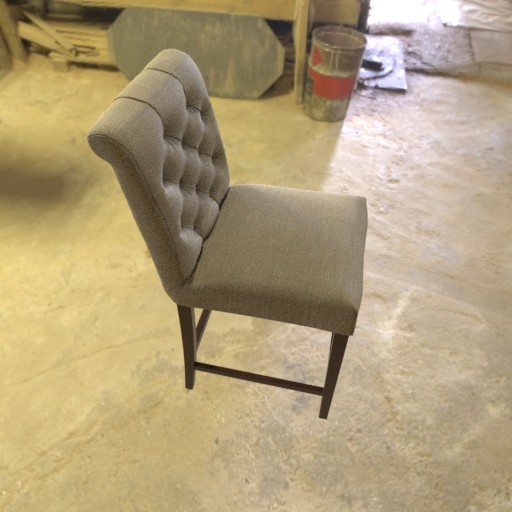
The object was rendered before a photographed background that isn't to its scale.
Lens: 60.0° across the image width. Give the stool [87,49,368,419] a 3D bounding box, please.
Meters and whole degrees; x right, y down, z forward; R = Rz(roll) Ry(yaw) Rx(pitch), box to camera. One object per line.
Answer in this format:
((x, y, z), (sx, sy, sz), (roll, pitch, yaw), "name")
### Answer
((0.000, 0.000, 1.410), (0.660, 1.084, 0.486), (9, 47, 9), "stool")
